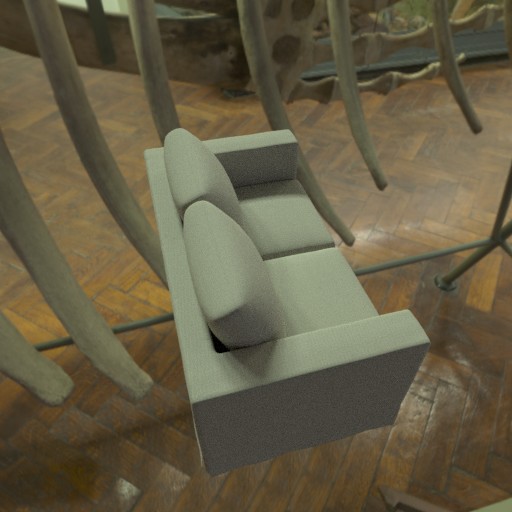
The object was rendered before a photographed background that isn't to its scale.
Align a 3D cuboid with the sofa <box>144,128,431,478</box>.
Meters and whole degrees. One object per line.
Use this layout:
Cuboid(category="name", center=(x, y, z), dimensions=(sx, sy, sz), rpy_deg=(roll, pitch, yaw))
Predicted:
Cuboid(category="sofa", center=(0.000, 0.000, 2.451), dimensions=(1.009, 0.932, 1.813), rpy_deg=(-11, 46, -11))
